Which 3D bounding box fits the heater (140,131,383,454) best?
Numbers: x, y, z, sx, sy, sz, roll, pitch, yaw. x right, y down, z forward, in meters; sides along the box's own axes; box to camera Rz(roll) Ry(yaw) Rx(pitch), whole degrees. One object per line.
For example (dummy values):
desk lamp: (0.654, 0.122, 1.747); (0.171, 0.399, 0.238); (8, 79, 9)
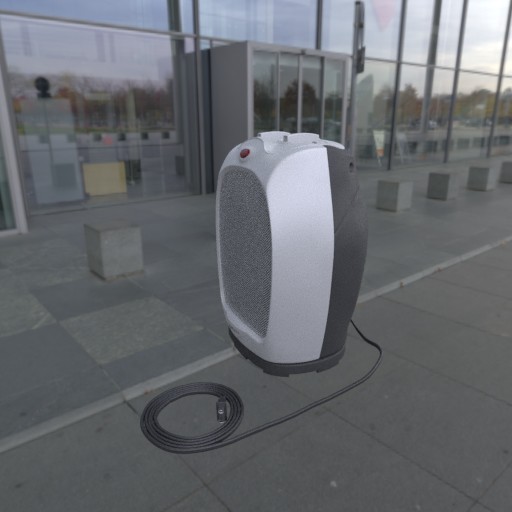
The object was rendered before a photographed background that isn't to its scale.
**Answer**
heater: (0.000, 0.000, 0.478); (0.291, 0.255, 0.239); (-8, 19, -24)
